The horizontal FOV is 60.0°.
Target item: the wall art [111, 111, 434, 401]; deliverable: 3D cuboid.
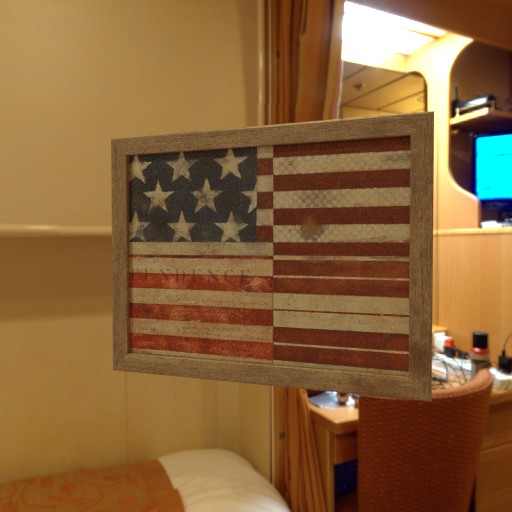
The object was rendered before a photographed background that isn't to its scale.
[{"bbox_3d":[0.000,0.000,0.930,0.690,0.535,0.026,0,1,18],"label":"wall art"}]
